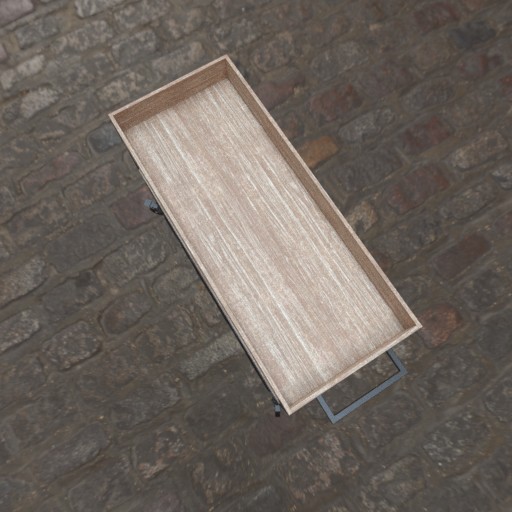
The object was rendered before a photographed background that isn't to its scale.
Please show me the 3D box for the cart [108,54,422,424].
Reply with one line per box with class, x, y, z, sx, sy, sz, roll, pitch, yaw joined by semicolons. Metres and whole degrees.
cart;0.000;0.000;1.568;0.500;0.787;1.101;-31;76;-8
